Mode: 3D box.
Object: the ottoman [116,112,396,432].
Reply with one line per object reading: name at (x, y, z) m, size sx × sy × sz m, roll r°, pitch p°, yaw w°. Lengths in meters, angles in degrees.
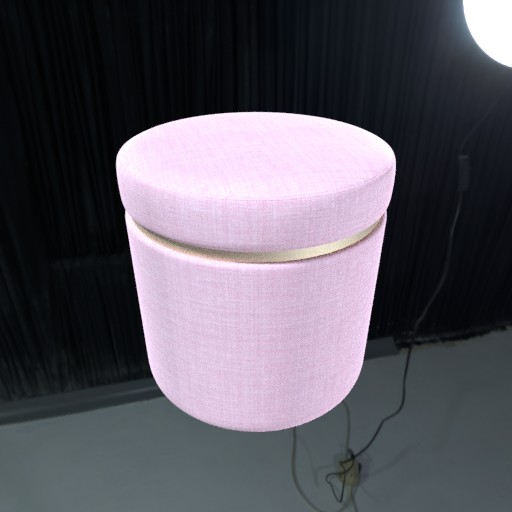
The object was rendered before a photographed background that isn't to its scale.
ottoman at (0.000, 0.000, 0.742) m, size 0.400 × 0.406 × 0.400 m, roll 0°, pitch 30°, yaw 0°
